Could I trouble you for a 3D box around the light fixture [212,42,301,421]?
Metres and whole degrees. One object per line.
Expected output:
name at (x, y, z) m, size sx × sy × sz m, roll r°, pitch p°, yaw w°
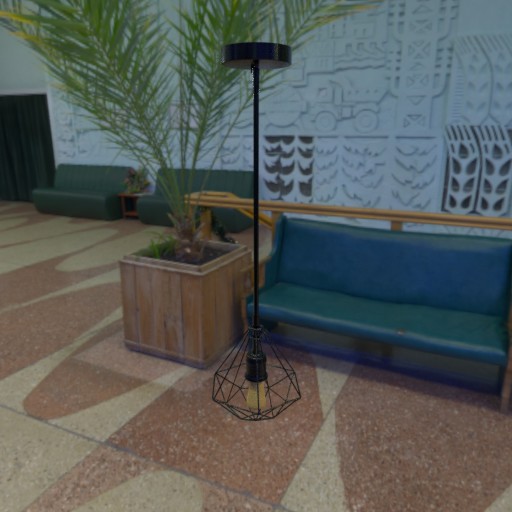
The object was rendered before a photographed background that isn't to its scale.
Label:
light fixture at (0.000, 0.000, 2.057) m, size 0.487 × 1.764 × 0.431 m, roll 8°, pitch 17°, yaw 26°
